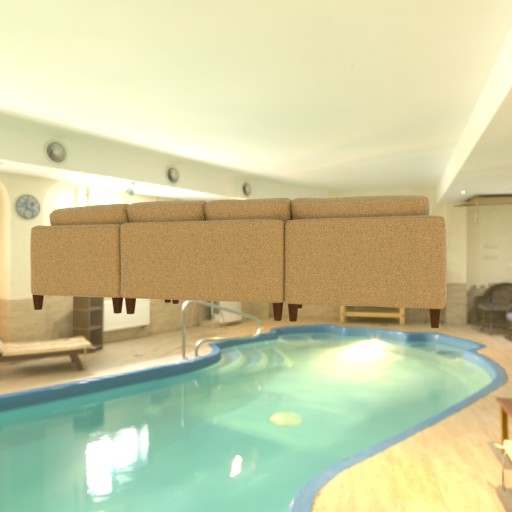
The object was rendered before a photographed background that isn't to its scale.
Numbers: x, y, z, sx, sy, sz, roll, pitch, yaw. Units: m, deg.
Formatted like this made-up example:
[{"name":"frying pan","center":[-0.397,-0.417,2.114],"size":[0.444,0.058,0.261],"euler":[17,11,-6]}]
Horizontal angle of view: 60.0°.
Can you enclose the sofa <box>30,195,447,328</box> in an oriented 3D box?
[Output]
[{"name":"sofa","center":[0.000,0.000,4.651],"size":[3.460,0.959,2.593],"euler":[0,0,17]}]
